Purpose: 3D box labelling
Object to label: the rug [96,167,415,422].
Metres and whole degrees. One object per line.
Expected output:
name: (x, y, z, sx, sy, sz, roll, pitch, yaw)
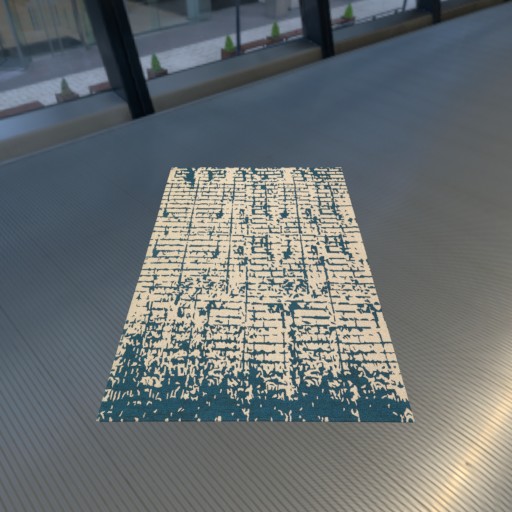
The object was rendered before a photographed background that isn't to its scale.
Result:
rug: (0.000, 0.000, 3.034, 1.517, 0.011, 2.435, 0, 40, 0)
